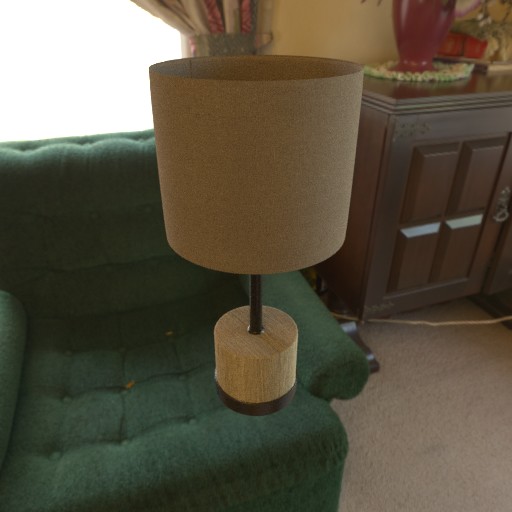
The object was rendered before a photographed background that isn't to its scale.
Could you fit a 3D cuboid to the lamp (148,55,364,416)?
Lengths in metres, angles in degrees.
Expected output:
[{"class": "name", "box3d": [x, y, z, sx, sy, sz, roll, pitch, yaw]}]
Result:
[{"class": "lamp", "box3d": [0.000, 0.000, 0.591, 0.229, 0.470, 0.229, -20, 35, -32]}]
